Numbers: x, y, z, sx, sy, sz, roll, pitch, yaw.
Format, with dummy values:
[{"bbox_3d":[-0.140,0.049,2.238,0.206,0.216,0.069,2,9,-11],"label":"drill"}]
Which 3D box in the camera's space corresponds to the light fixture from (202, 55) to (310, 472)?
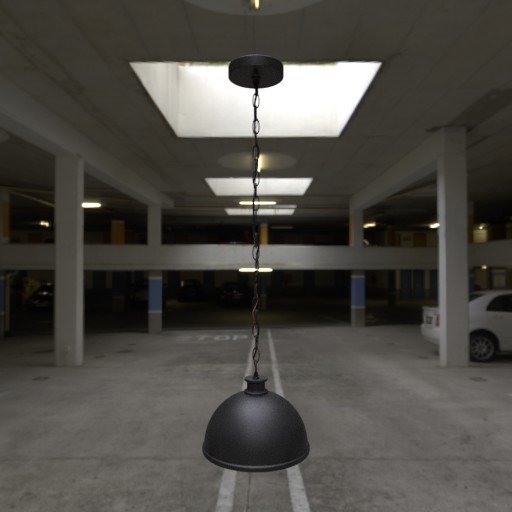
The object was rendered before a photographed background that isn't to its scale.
[{"bbox_3d":[0.000,0.000,1.271,0.304,1.090,0.304,0,-1,0],"label":"light fixture"}]
